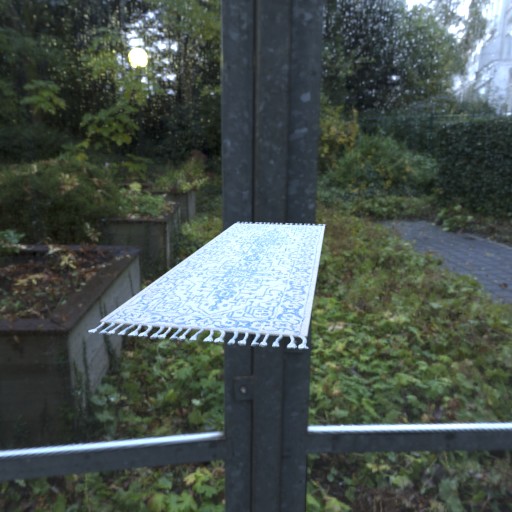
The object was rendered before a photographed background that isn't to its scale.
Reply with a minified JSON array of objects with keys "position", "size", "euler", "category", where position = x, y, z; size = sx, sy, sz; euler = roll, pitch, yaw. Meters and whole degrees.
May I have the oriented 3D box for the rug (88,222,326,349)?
[{"position":[0.000,0.000,2.641],"size":[0.774,0.011,2.449],"euler":[2,14,10],"category":"rug"}]
